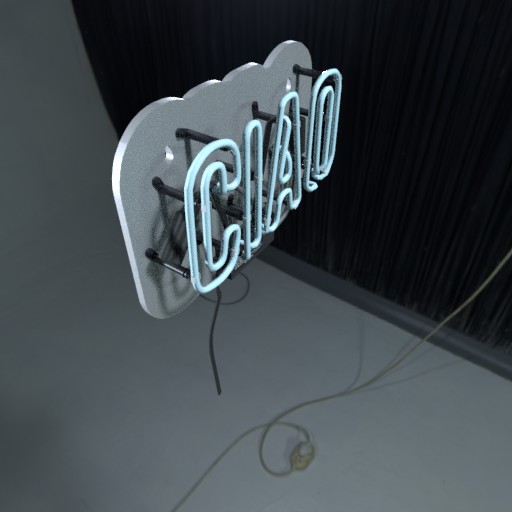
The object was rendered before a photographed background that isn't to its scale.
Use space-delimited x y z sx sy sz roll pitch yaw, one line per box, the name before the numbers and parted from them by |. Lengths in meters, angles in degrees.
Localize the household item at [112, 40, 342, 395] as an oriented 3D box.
household item | 0.000 0.000 0.367 0.042 0.294 0.211 24 46 25
